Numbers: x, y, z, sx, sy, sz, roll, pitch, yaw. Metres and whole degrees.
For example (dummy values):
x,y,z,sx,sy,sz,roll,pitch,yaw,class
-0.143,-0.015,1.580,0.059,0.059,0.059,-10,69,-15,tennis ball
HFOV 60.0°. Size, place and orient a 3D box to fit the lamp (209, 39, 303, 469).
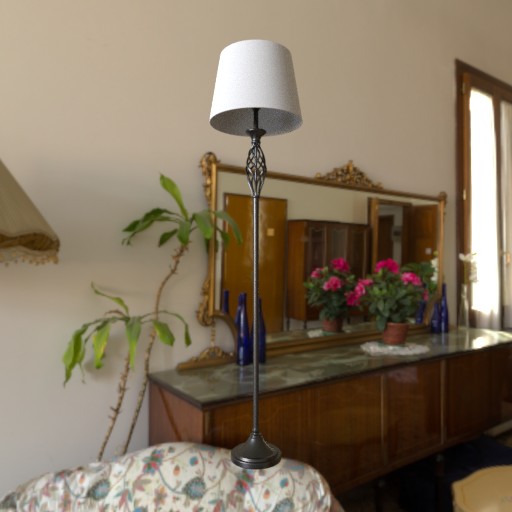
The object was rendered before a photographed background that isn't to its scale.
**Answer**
x,y,z,sx,sy,sz,roll,pitch,yaw,class
0.000,0.000,1.796,0.379,1.623,0.379,0,-1,0,lamp
